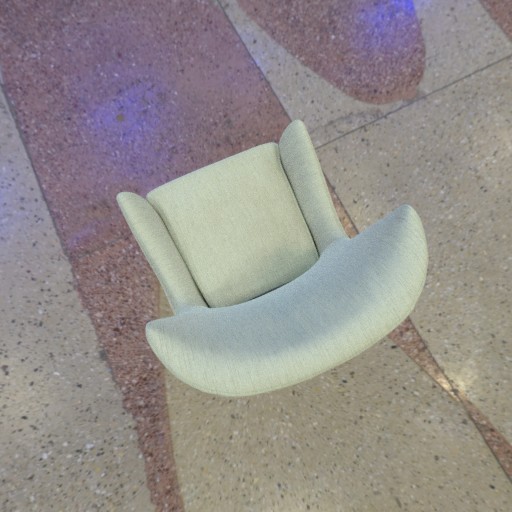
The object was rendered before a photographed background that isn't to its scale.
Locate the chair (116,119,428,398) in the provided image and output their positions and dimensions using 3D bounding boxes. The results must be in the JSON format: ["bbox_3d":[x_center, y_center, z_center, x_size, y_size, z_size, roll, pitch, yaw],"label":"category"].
[{"bbox_3d":[0.000,0.000,1.652,0.779,1.000,0.904,-24,77,-6],"label":"chair"}]
